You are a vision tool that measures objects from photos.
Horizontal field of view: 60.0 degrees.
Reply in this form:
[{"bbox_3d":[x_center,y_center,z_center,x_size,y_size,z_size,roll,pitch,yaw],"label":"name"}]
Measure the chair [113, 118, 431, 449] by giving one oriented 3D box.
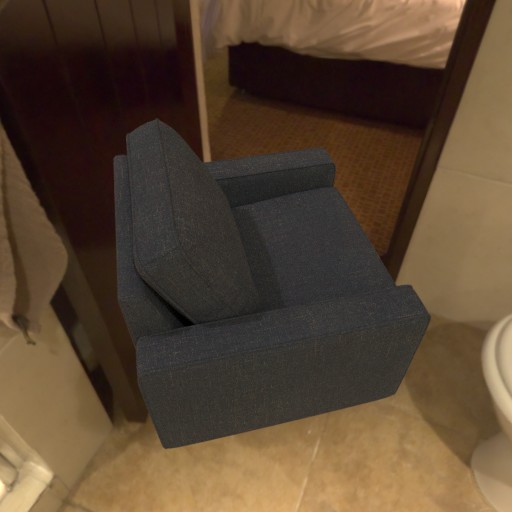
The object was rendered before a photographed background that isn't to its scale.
[{"bbox_3d":[0.000,0.000,1.726,0.940,0.919,1.017,-10,47,-9],"label":"chair"}]
